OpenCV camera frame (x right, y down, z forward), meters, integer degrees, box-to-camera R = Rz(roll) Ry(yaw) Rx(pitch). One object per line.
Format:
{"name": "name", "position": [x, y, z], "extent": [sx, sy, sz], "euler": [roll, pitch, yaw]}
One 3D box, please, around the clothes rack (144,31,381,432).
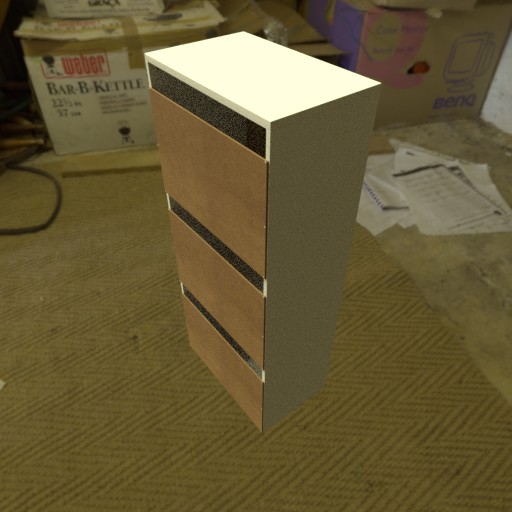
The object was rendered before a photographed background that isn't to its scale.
{"name": "clothes rack", "position": [0.000, 0.000, 1.433], "extent": [0.331, 1.187, 0.500], "euler": [-27, 48, -27]}
